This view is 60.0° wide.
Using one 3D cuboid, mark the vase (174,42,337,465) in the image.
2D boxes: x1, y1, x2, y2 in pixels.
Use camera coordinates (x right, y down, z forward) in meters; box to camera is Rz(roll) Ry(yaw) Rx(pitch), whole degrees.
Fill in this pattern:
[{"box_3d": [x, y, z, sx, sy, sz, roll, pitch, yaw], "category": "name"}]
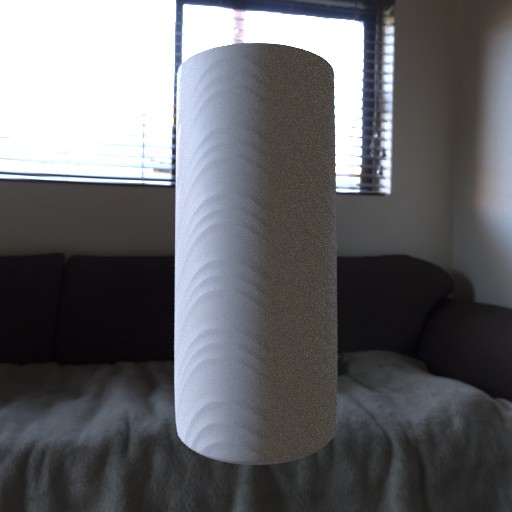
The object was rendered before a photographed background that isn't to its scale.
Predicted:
[{"box_3d": [0.000, 0.000, 0.395, 0.143, 0.316, 0.143, 0, 1, 0], "category": "vase"}]
